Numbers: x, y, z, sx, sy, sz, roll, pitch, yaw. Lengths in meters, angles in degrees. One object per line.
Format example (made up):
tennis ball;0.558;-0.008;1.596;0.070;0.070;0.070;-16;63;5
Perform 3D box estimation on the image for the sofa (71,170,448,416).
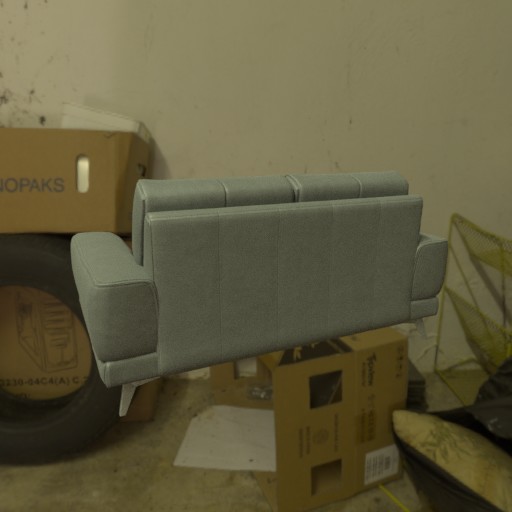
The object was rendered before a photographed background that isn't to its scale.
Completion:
sofa;0.000;0.000;2.383;1.806;0.907;1.018;-7;16;-25
